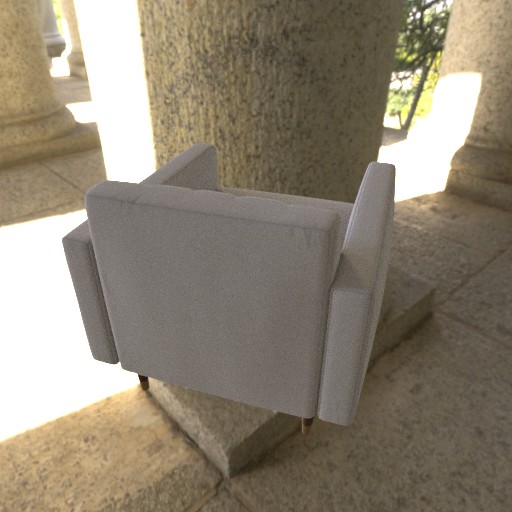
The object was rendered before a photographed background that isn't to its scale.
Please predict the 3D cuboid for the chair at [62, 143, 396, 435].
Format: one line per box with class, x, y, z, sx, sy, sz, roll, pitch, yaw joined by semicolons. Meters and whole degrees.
chair;0.000;0.000;1.676;0.953;0.819;0.998;10;33;15
